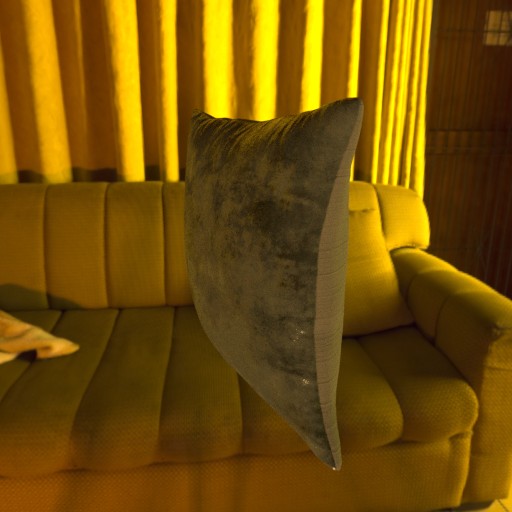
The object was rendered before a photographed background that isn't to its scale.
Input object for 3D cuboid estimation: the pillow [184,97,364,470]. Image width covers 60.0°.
[{"bbox_3d":[0.000,0.000,0.710,0.175,0.464,0.470,-8,18,-26],"label":"pillow"}]
